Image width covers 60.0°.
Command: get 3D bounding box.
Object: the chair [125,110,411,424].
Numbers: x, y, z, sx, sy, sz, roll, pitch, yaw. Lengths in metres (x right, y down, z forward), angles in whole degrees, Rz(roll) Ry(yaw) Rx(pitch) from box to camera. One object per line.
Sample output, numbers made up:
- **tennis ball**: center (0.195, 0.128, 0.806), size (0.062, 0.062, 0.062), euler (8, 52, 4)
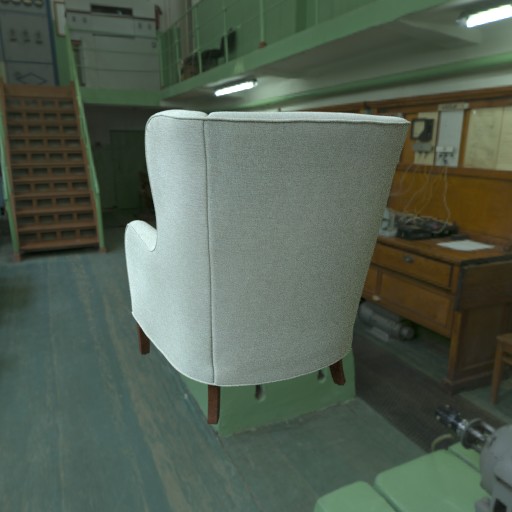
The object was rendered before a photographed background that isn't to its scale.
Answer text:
- **chair**: center (0.000, 0.000, 1.722), size (0.838, 1.040, 0.966), euler (-7, 16, -26)
